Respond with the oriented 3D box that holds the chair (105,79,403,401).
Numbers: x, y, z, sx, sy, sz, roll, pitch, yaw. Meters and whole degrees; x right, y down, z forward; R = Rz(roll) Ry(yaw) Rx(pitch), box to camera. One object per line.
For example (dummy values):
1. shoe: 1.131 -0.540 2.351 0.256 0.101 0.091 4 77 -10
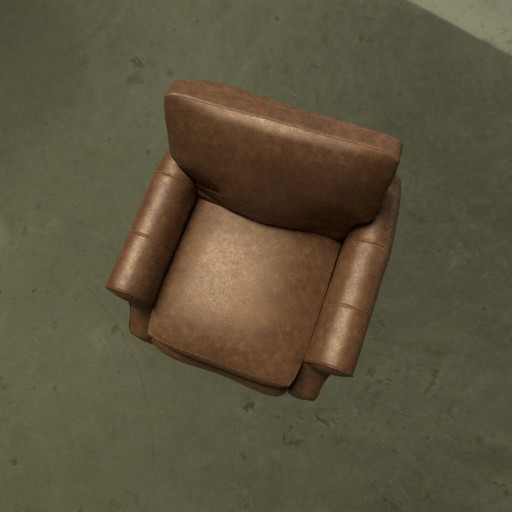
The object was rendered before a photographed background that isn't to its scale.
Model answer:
1. chair: 0.000 0.000 1.809 0.996 0.976 1.002 19 75 5
